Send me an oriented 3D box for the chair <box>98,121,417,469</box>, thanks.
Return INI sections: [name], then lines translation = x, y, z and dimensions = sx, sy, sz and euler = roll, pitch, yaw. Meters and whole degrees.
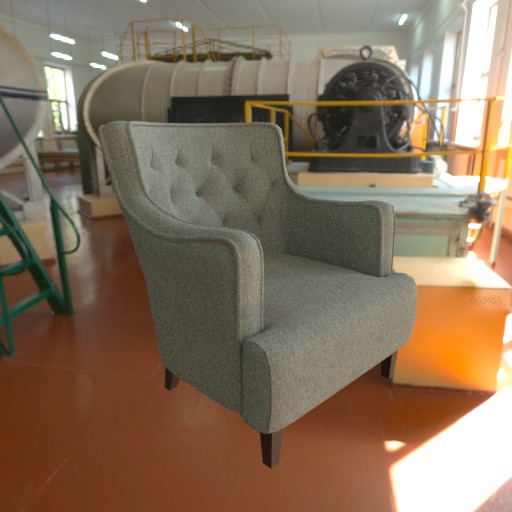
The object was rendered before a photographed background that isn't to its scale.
[chair]
translation = 0.000, 0.000, 1.552
dimensions = 0.910, 0.920, 0.820
euler = 15, 22, 43
